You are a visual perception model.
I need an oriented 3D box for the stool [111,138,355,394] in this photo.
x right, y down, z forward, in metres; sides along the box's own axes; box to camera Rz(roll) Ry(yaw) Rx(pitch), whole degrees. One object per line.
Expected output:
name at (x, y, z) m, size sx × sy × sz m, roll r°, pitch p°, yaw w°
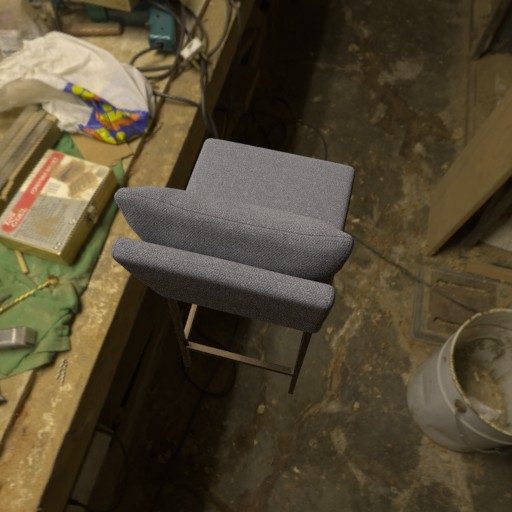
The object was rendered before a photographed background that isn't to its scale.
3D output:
stool at (0.000, 0.000, 1.318) m, size 0.463 × 1.031 × 0.569 m, roll 13°, pitch 64°, yaw 7°
